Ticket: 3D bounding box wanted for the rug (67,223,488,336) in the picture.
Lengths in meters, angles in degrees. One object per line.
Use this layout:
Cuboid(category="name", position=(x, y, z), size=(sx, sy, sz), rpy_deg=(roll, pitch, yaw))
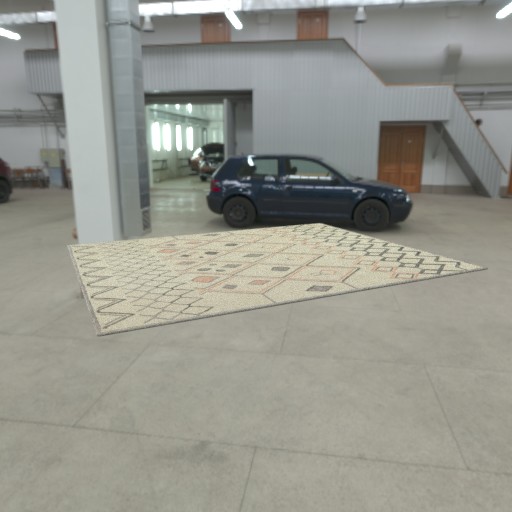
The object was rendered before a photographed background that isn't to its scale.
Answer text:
Cuboid(category="rug", position=(0.000, 0.000, 4.049), size=(3.050, 0.016, 2.441), rpy_deg=(-7, 15, -25))
